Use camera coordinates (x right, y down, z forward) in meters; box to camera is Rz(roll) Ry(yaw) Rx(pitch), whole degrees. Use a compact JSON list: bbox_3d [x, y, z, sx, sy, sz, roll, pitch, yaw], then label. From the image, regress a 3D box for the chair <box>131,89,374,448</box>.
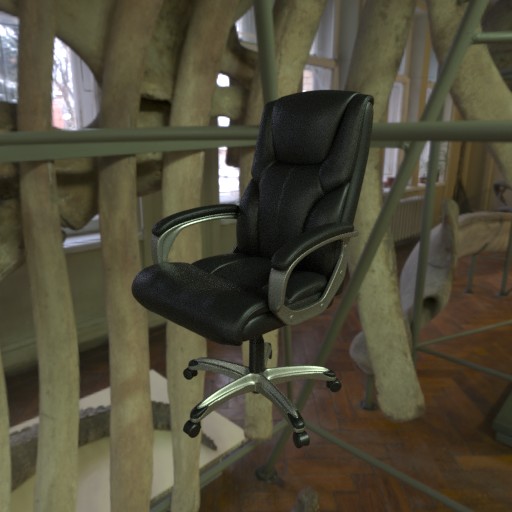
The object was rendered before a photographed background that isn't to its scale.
[{"bbox_3d":[0.000,0.000,1.586,0.663,1.155,0.739,15,21,43],"label":"chair"}]
